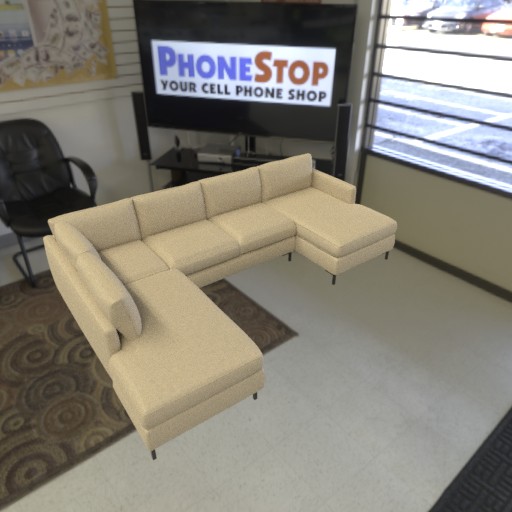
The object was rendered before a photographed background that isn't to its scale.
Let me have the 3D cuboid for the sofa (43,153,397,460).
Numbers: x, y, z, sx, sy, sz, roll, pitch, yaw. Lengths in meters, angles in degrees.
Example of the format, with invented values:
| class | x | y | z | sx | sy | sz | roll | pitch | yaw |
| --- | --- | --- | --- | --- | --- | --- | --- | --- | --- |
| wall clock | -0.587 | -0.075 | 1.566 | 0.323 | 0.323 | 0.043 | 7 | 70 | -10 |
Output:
| class | x | y | z | sx | sy | sz | roll | pitch | yaw |
| --- | --- | --- | --- | --- | --- | --- | --- | --- | --- |
| sofa | 0.000 | 0.000 | 3.498 | 2.737 | 0.756 | 1.879 | -21 | 37 | -30 |
